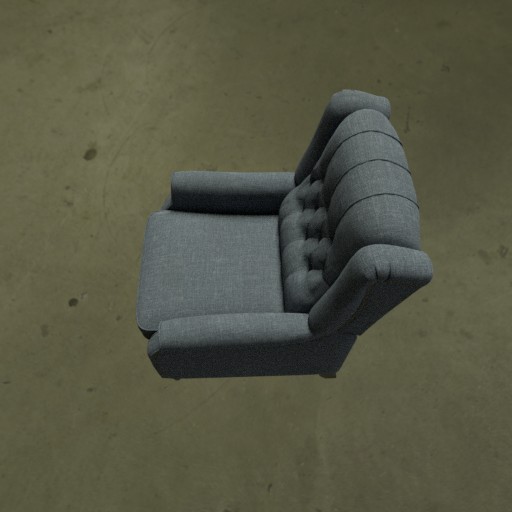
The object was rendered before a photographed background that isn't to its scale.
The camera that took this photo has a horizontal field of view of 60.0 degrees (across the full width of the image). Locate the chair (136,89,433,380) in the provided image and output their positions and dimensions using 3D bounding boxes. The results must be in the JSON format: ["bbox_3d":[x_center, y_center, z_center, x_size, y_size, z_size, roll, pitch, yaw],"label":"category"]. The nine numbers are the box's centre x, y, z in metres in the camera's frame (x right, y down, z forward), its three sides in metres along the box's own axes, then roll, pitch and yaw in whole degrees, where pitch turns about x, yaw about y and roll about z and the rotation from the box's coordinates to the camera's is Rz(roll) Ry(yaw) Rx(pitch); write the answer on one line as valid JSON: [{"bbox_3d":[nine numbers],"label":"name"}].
[{"bbox_3d":[0.000,0.000,1.660,0.898,1.035,0.742,-2,60,-1],"label":"chair"}]
